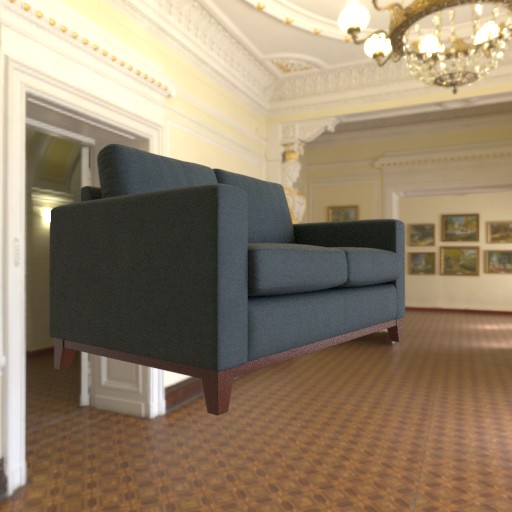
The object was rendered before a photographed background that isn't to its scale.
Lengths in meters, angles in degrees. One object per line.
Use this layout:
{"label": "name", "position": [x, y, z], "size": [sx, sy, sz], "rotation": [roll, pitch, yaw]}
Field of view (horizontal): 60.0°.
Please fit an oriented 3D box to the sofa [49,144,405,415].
{"label": "sofa", "position": [0.000, 0.000, 2.062], "size": [0.955, 0.903, 1.489], "rotation": [0, -1, 38]}
